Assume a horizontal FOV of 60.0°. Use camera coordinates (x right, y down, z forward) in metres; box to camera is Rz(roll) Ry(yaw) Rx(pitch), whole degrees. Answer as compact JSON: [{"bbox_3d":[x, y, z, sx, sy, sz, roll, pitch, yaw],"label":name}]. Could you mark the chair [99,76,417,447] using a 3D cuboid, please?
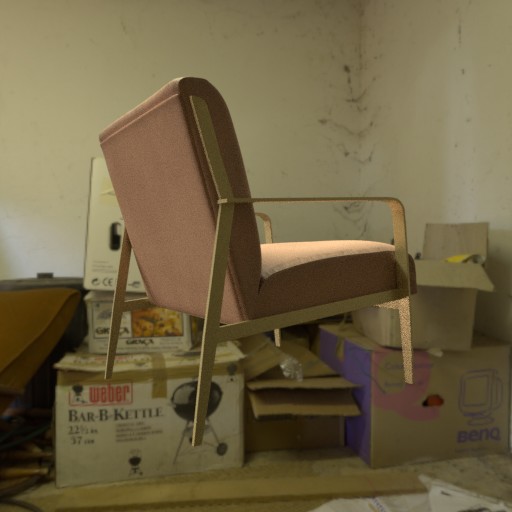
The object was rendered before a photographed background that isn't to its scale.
[{"bbox_3d":[0.000,0.000,1.452,0.848,0.823,0.701,-1,1,-36],"label":"chair"}]
